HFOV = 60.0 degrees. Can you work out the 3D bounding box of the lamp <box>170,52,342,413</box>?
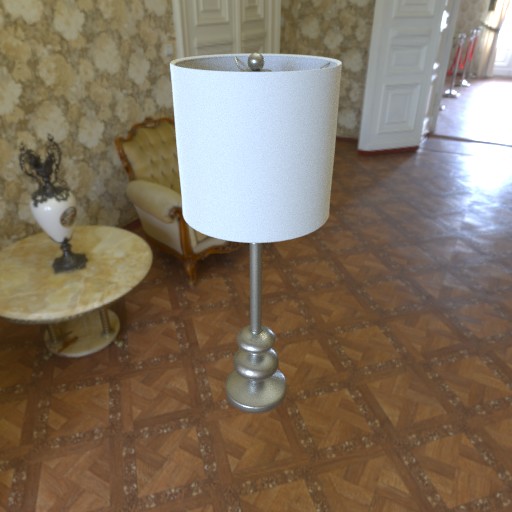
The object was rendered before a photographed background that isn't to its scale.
[{"bbox_3d":[0.000,0.000,0.824,0.254,0.690,0.254,-9,30,-15],"label":"lamp"}]
